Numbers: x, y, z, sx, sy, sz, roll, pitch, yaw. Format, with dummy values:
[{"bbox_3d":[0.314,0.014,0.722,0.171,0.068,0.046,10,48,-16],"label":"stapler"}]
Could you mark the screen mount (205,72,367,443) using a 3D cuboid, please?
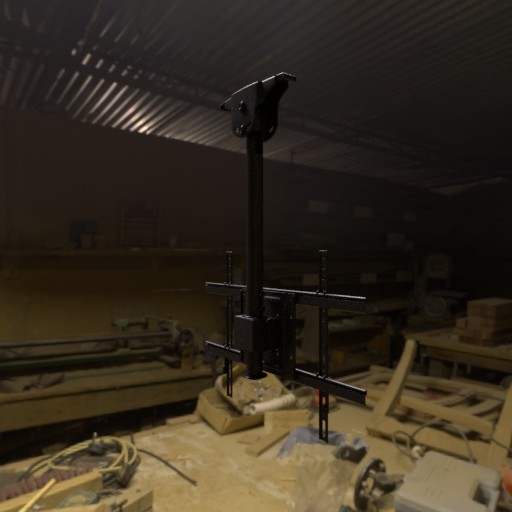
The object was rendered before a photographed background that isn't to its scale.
[{"bbox_3d":[0.000,0.000,1.048,0.090,0.775,0.595,0,0,-36],"label":"screen mount"}]
